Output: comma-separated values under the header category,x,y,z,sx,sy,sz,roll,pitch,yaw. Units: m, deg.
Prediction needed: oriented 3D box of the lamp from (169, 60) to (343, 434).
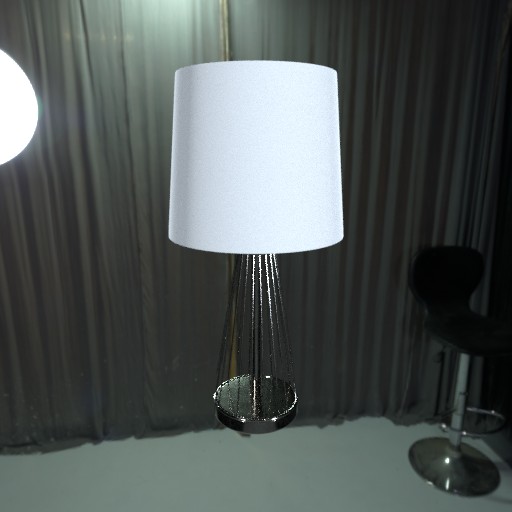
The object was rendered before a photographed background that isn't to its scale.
category,x,y,z,sx,sy,sz,roll,pitch,yaw
lamp,0.000,0.000,0.794,0.303,0.618,0.303,0,14,0
